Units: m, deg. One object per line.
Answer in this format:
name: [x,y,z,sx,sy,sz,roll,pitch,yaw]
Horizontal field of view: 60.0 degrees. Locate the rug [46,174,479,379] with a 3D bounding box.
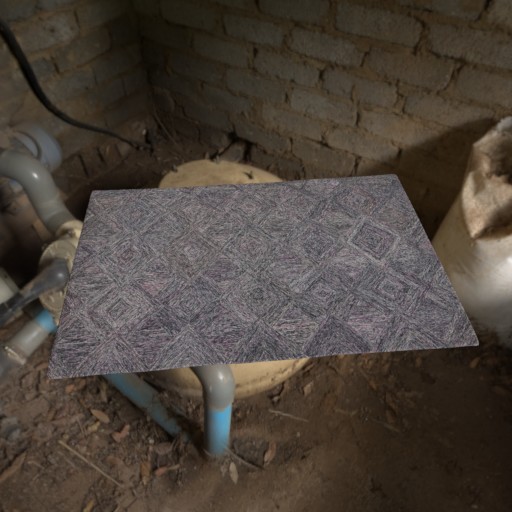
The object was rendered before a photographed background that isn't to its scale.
rug: [0.000,0.000,2.157,1.752,0.013,1.158,-4,48,-4]
